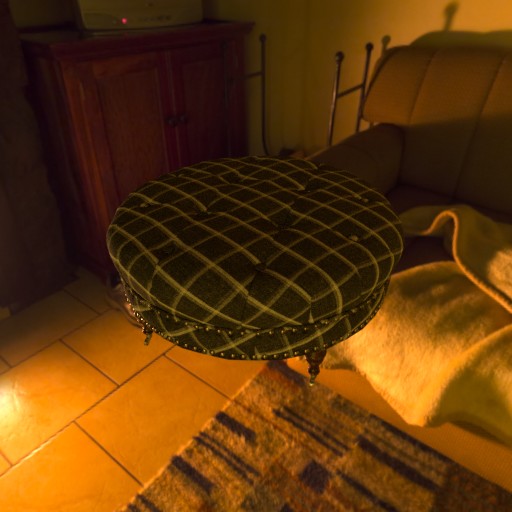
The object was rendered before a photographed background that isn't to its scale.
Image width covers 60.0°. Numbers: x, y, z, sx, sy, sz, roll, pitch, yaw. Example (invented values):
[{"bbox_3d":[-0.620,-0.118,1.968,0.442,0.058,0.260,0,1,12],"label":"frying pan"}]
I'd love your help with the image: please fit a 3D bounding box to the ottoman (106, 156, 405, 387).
[{"bbox_3d":[0.000,0.000,1.452,0.901,0.439,0.901,0,32,0],"label":"ottoman"}]
